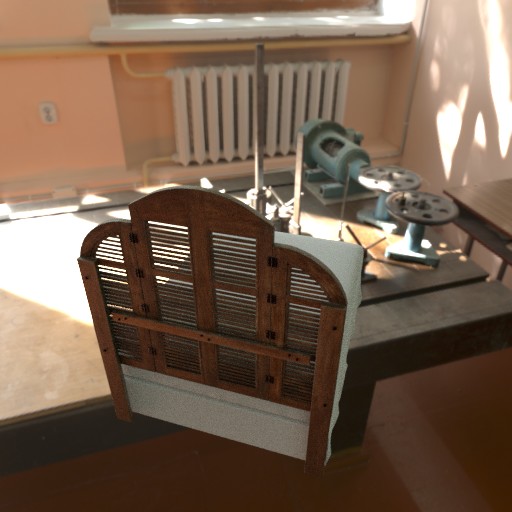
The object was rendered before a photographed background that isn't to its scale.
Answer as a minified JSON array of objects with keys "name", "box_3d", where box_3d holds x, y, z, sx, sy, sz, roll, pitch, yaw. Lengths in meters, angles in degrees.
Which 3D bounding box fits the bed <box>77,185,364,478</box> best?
[{"name":"bed","box_3d":[0.000,0.000,3.559,1.713,2.019,2.138,10,34,15]}]
